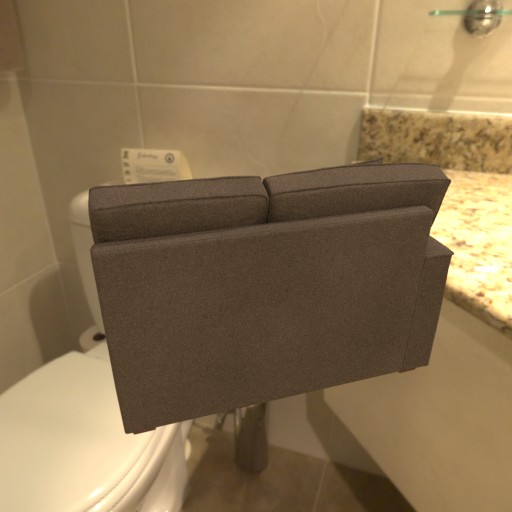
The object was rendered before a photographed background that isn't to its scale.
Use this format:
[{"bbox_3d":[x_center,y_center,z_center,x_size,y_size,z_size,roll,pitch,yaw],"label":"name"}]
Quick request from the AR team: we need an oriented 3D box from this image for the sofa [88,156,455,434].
[{"bbox_3d":[0.000,0.000,2.071,1.388,0.989,0.991,-8,28,-15],"label":"sofa"}]
